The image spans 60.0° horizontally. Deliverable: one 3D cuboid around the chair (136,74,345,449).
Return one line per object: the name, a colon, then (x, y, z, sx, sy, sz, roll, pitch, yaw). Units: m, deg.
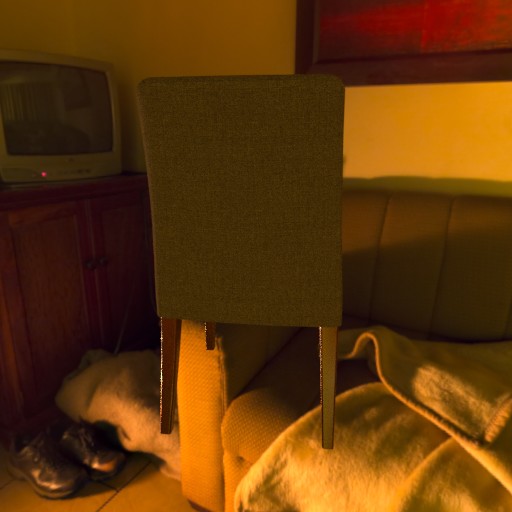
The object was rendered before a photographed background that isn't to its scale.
chair: (0.000, 0.000, 1.347, 0.508, 0.952, 0.655, 2, 15, 8)
